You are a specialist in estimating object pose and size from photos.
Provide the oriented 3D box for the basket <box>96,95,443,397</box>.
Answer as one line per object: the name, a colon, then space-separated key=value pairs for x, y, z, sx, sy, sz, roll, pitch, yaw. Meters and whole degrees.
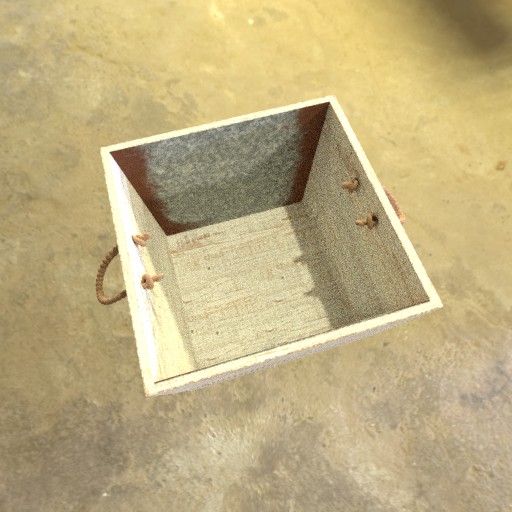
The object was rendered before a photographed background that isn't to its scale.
basket: x=0.000 y=0.000 z=0.778 sx=0.545 sy=0.247 sz=0.413 roll=-15 pitch=65 yaw=-7
